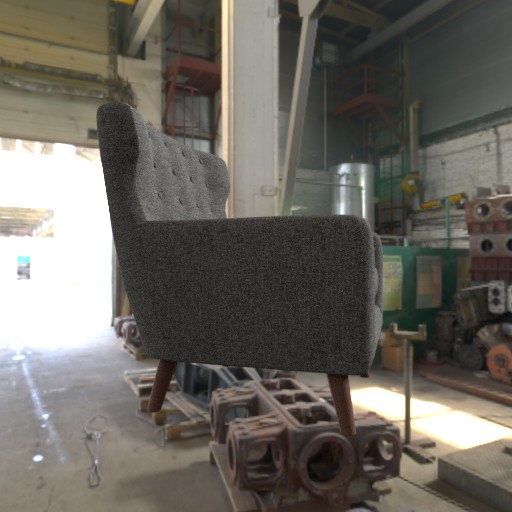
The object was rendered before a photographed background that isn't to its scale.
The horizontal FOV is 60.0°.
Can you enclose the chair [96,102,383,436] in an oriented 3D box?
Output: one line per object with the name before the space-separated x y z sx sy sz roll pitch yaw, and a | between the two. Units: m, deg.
chair | 0.000 0.000 1.741 0.940 1.039 0.889 0 -1 18
